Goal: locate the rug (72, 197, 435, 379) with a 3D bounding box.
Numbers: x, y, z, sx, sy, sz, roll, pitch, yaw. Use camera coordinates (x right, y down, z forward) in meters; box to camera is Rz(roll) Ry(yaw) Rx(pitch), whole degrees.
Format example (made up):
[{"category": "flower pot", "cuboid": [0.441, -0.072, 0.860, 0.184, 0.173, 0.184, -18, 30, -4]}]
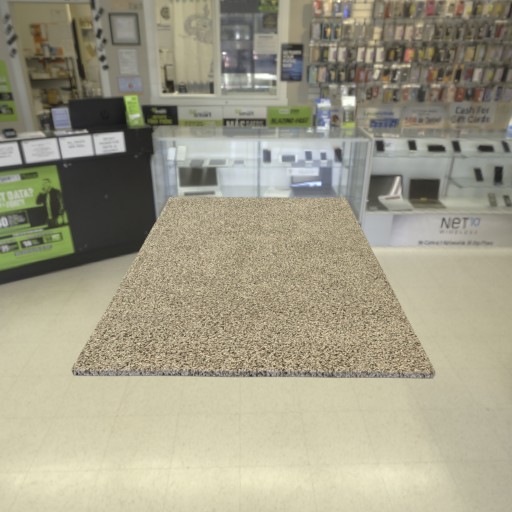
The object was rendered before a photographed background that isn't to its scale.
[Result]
[{"category": "rug", "cuboid": [0.000, 0.000, 2.268, 1.219, 0.030, 1.778, 0, 26, 1]}]
